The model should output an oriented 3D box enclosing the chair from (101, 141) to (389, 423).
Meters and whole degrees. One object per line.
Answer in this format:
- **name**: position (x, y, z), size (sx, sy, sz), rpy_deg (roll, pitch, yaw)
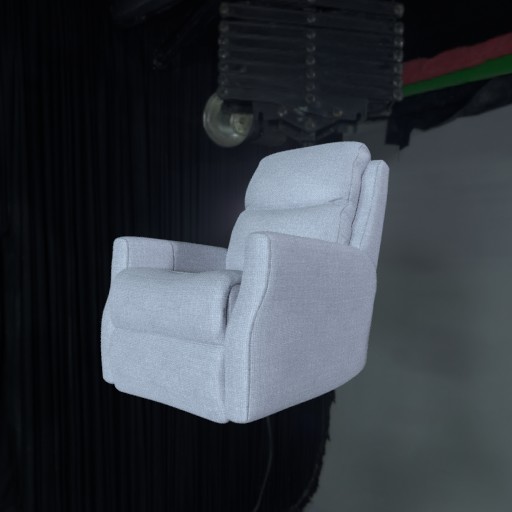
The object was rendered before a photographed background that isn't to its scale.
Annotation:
- **chair**: position (0.000, 0.000, 1.819), size (0.829, 1.030, 1.080), rpy_deg (0, 0, 38)
